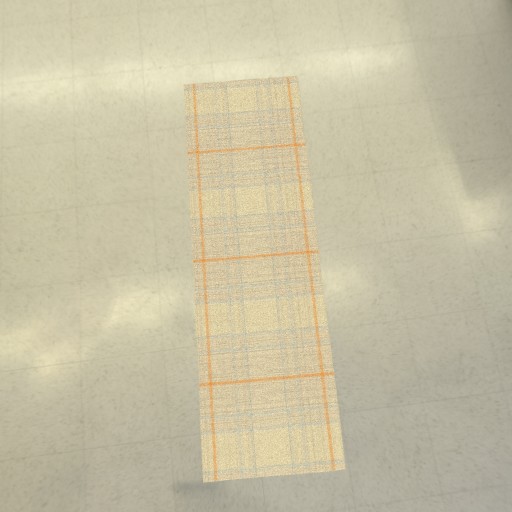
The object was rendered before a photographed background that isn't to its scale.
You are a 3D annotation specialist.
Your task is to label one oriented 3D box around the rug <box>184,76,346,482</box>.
[{"bbox_3d":[0.000,0.000,2.673,0.770,0.016,2.442,-5,76,-1],"label":"rug"}]
